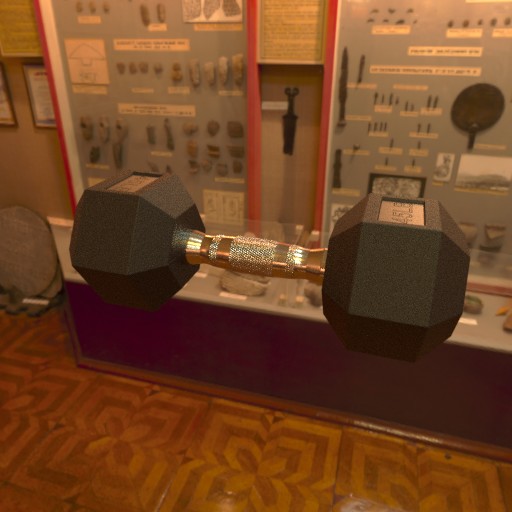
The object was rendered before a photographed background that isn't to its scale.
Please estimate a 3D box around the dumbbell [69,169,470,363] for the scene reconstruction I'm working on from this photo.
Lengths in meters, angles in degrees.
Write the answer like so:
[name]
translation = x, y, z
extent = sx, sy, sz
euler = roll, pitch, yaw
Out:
[dumbbell]
translation = 0.000, 0.000, 0.420
extent = 0.356, 0.123, 0.141
euler = 8, 28, 16
